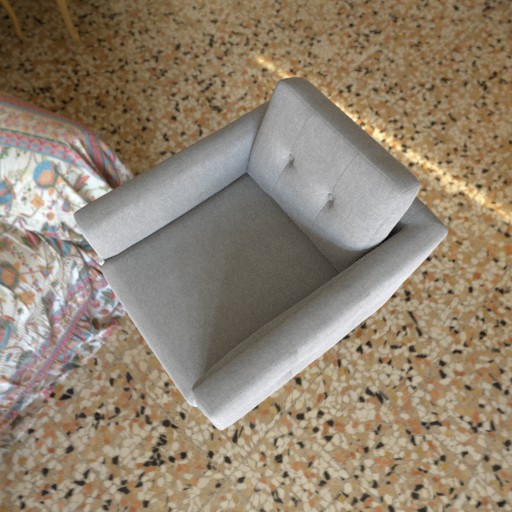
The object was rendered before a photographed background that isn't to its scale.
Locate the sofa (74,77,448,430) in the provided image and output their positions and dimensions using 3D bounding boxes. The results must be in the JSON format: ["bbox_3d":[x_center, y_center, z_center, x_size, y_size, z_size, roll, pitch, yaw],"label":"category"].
[{"bbox_3d":[0.000,0.000,1.533,0.920,0.860,0.770,-34,69,-15],"label":"sofa"}]
